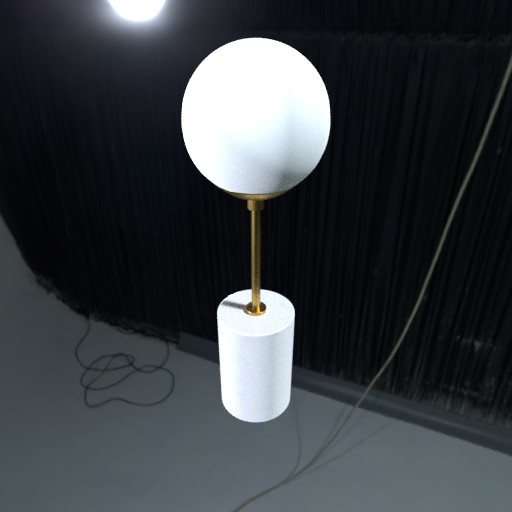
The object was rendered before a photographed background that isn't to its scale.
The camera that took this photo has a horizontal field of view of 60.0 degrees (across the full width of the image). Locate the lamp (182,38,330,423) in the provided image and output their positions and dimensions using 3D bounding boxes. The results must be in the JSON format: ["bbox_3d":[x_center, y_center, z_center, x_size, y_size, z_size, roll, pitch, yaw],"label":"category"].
[{"bbox_3d":[0.000,0.000,0.543,0.153,0.480,0.153,0,30,0],"label":"lamp"}]
